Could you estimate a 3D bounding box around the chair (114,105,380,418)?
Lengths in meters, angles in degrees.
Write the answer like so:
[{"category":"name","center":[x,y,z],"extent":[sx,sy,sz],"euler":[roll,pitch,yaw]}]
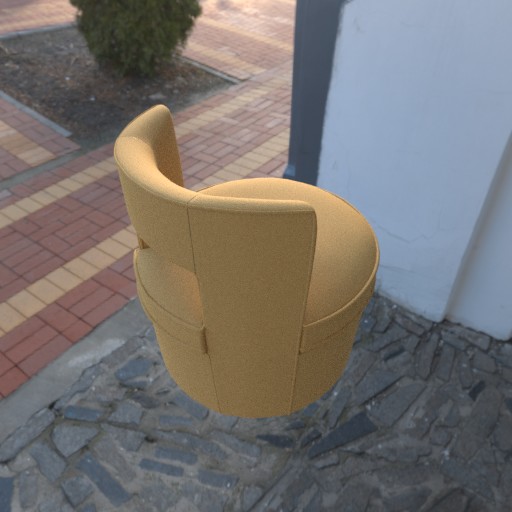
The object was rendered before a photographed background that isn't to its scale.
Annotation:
[{"category":"chair","center":[0.000,0.000,1.232],"extent":[0.665,0.723,0.650],"euler":[-25,46,-27]}]
